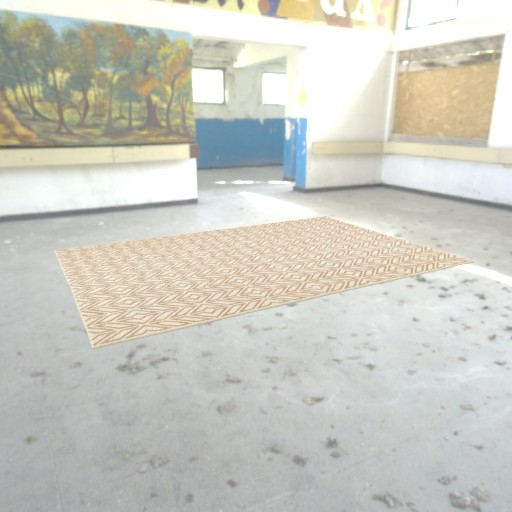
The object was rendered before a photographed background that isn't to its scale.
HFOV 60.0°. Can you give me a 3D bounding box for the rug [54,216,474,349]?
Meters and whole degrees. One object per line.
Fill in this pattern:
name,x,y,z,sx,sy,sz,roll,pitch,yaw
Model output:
rug,0.000,0.000,2.312,1.828,0.007,1.220,-9,19,-27
